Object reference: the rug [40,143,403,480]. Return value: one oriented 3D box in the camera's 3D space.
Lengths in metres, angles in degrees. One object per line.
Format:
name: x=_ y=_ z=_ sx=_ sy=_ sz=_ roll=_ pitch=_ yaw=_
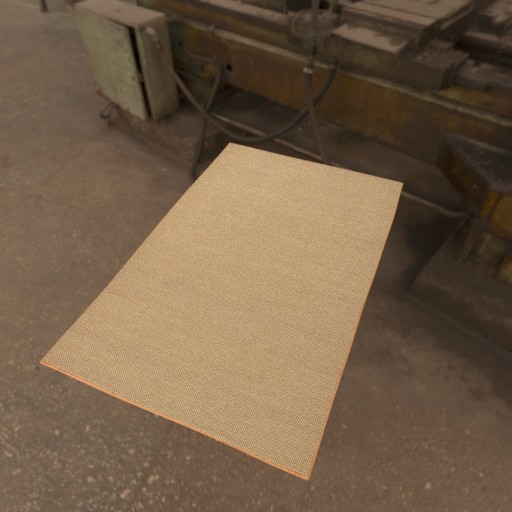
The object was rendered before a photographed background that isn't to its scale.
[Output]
rug: x=0.000 y=0.000 z=2.064 sx=1.078 sy=0.013 sz=1.678 roll=17 pitch=48 yaw=16
